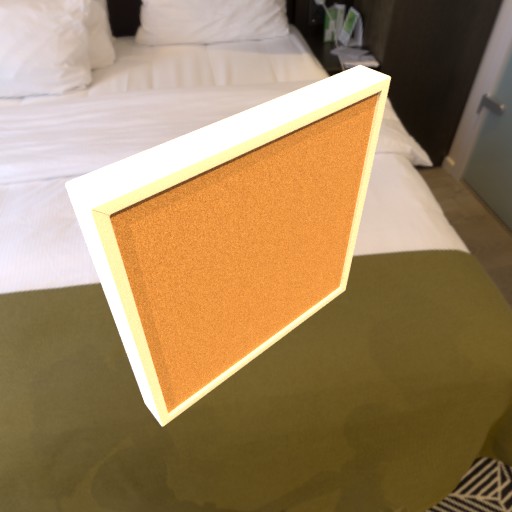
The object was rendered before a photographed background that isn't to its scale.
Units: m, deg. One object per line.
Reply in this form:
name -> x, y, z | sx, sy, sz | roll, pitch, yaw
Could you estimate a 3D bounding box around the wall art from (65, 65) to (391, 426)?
wall art -> 0.000, 0.000, 0.462 | 0.305, 0.305, 0.038 | -31, 52, -28
